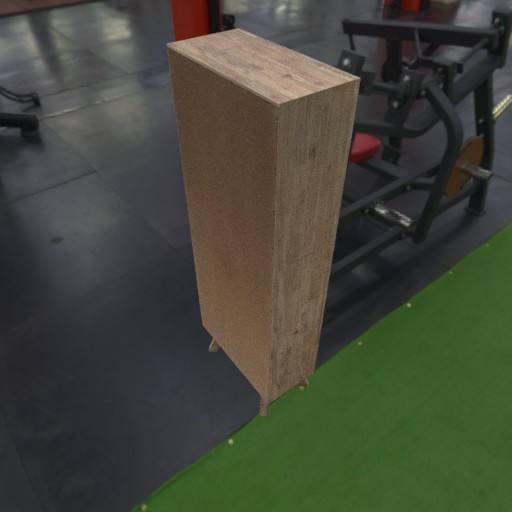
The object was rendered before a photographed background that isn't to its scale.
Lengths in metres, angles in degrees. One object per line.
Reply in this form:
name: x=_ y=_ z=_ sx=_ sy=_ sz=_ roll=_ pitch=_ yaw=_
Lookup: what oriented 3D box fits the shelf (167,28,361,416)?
shelf: x=0.000 y=0.000 z=1.570 sx=0.267 sy=1.342 sz=0.491 roll=-27 pitch=49 yaw=-26
